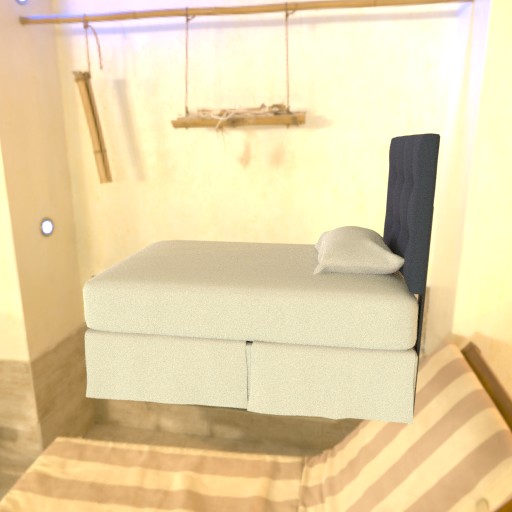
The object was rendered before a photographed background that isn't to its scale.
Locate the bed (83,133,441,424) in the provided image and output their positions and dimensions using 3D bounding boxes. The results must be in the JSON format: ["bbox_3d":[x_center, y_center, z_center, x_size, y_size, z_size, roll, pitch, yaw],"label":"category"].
[{"bbox_3d":[0.000,0.000,2.990,1.997,1.571,1.261,2,14,8],"label":"bed"}]
